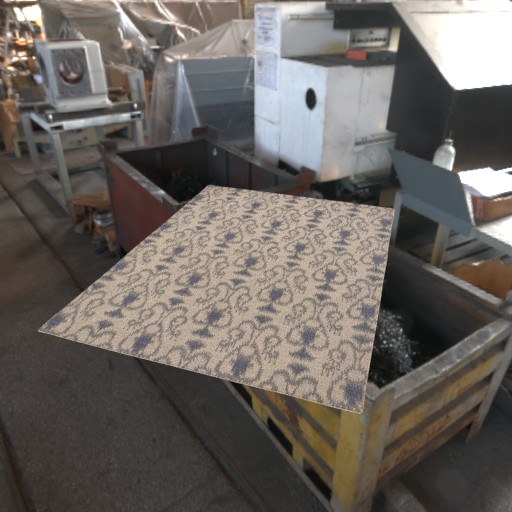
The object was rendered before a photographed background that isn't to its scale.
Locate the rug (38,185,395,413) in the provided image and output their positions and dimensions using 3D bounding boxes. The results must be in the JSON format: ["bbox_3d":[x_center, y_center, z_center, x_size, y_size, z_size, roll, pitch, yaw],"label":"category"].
[{"bbox_3d":[0.000,0.000,4.335,2.437,0.015,3.205,10,32,16],"label":"rug"}]
